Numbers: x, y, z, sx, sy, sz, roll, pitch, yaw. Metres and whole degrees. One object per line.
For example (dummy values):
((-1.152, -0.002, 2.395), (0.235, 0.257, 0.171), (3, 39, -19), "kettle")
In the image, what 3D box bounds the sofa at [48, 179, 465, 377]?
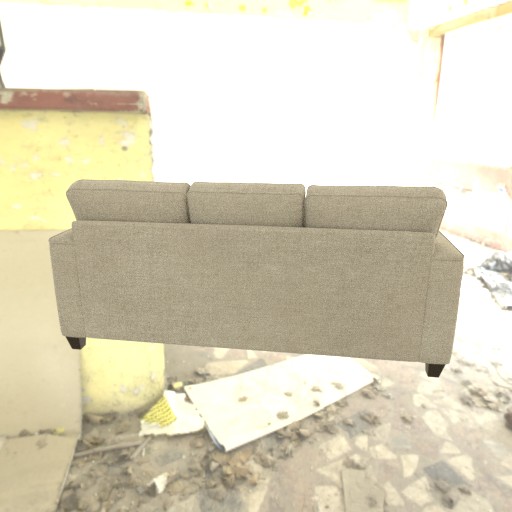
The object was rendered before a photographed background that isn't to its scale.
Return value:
((0.000, 0.000, 2.684), (2.133, 0.965, 0.939), (3, 17, 8), "sofa")
